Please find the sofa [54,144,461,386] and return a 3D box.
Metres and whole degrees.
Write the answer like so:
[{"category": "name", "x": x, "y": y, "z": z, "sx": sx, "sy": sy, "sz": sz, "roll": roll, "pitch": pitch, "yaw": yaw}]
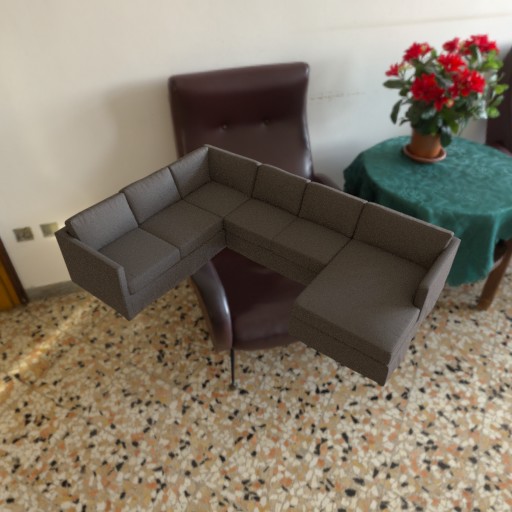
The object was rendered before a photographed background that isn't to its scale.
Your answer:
[{"category": "sofa", "x": 0.000, "y": 0.000, "z": 4.701, "sx": 3.460, "sy": 0.882, "sz": 2.427, "roll": 26, "pitch": 46, "yaw": 27}]
